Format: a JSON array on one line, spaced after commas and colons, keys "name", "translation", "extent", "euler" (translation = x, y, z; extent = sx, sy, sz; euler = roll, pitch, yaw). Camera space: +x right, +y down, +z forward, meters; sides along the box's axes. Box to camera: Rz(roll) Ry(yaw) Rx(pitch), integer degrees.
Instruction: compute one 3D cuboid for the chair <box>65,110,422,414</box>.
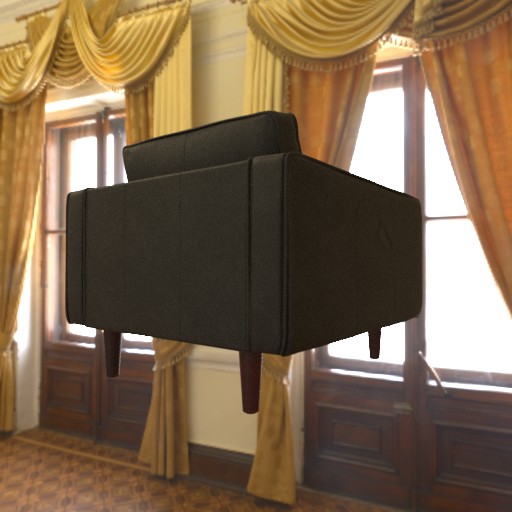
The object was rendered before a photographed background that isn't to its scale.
[{"name": "chair", "translation": [0.000, 0.000, 1.531], "extent": [0.889, 0.763, 0.914], "euler": [-1, -1, 37]}]
